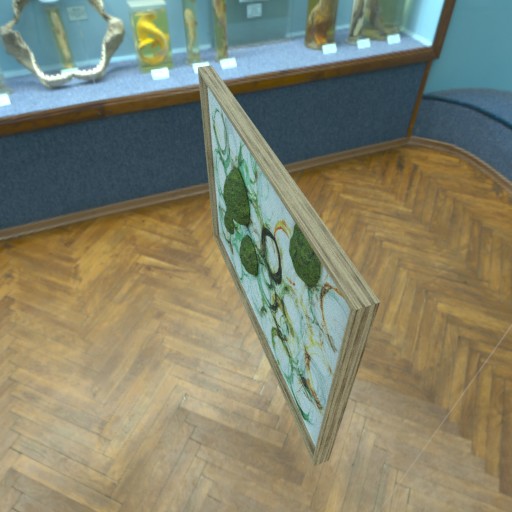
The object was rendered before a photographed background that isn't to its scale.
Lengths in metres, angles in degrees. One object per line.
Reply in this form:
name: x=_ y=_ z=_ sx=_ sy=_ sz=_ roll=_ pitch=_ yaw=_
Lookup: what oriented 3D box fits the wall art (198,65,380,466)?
wall art: x=0.000 y=0.000 z=1.106 sx=0.063 sy=0.609 sz=0.841 roll=-15 pitch=48 yaw=-14
